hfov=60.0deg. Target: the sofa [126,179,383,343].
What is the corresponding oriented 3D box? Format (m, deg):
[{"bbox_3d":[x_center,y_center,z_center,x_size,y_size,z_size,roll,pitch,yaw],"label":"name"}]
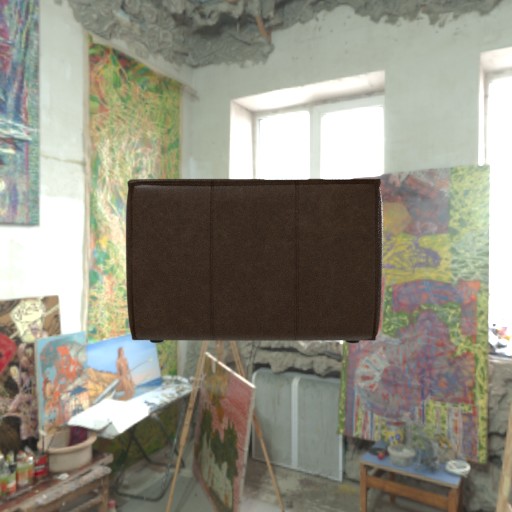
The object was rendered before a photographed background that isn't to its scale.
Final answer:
[{"bbox_3d":[0.000,0.000,3.064,1.102,0.701,2.581,0,2,0],"label":"sofa"}]
